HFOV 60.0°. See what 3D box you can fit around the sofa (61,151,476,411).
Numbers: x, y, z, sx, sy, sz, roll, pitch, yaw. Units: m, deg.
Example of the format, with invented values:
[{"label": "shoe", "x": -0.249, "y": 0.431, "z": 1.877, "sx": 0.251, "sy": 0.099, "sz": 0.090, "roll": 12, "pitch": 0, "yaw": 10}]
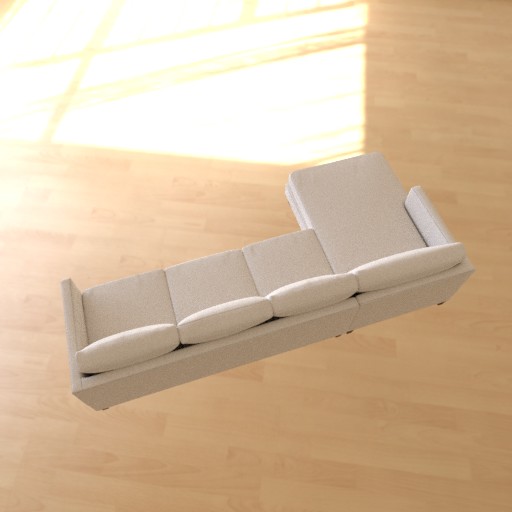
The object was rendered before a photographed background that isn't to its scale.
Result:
[{"label": "sofa", "x": 0.000, "y": 0.000, "z": 3.884, "sx": 3.186, "sy": 0.846, "sz": 1.625, "roll": -15, "pitch": 61, "yaw": -9}]
